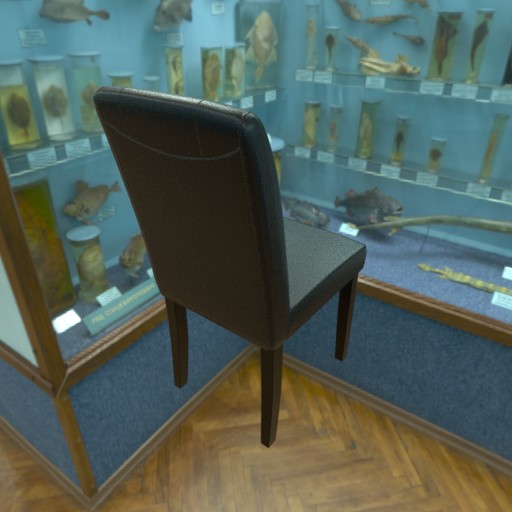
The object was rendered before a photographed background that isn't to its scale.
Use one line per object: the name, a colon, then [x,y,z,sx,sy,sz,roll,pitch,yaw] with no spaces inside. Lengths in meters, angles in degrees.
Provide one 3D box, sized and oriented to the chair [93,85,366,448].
chair: [0.000,0.000,1.171,0.399,0.897,0.556,22,37,32]
